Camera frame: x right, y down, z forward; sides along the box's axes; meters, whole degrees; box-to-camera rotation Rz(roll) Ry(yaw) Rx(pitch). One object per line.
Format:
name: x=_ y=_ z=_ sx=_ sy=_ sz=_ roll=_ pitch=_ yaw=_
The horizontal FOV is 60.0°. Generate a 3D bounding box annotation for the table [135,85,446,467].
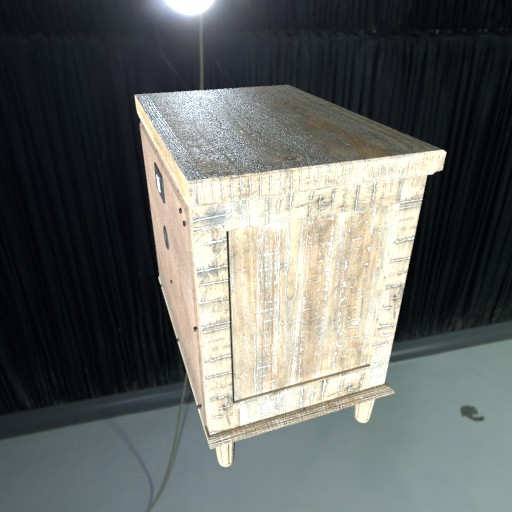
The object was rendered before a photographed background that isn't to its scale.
table: x=0.000 y=0.000 z=1.149 sx=0.457 sy=0.711 sz=0.686 roll=-10 pitch=32 yaw=-17
